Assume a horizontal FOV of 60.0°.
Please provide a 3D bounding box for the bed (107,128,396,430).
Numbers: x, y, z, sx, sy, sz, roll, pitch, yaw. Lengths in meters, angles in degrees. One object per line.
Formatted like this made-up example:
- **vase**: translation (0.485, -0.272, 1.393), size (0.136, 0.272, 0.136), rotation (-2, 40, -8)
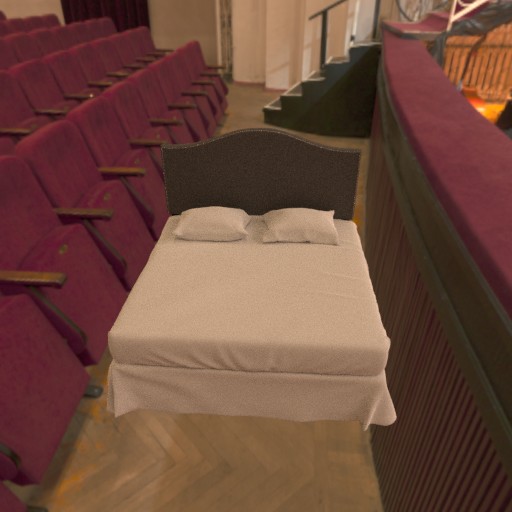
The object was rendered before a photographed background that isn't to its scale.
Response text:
- **bed**: translation (0.000, 0.000, 3.823), size (2.314, 1.651, 2.219), rotation (2, 32, 3)
